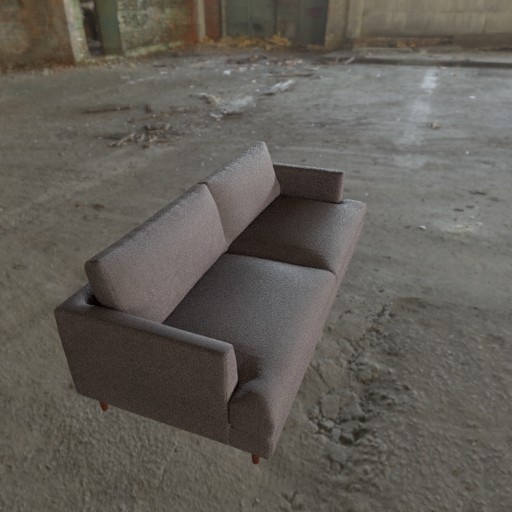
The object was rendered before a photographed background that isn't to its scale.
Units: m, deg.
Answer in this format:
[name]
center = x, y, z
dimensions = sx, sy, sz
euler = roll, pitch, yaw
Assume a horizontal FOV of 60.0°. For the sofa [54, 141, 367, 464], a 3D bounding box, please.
[sofa]
center = 0.000, 0.000, 2.745
dimensions = 1.020, 0.868, 2.250
euler = 11, 32, 18
